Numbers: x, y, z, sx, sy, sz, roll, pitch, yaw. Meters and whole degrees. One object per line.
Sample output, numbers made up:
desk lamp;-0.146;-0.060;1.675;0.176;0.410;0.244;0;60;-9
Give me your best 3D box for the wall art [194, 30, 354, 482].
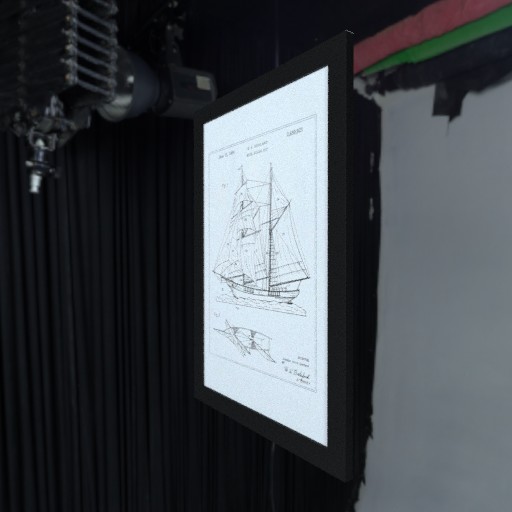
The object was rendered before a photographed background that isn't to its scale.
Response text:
wall art;0.000;0.000;0.584;0.011;0.459;0.326;0;1;-36
